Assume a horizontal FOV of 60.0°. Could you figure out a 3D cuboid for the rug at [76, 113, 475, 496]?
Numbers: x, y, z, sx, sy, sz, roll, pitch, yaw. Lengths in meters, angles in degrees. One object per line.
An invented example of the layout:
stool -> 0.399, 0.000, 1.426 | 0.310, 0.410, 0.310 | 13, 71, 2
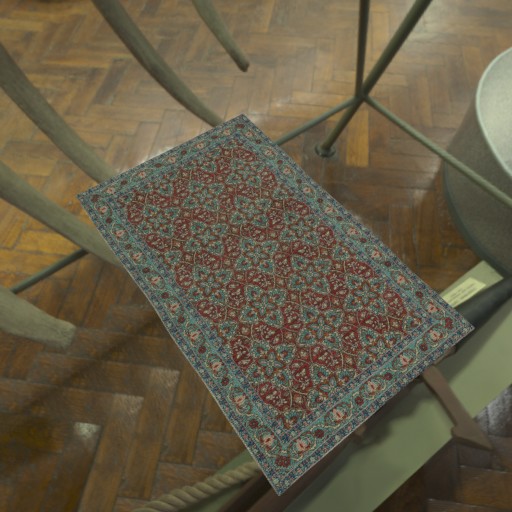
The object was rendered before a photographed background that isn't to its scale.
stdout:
rug -> 0.000, 0.000, 2.994 | 1.533, 0.011, 2.439 | -32, 63, -19
